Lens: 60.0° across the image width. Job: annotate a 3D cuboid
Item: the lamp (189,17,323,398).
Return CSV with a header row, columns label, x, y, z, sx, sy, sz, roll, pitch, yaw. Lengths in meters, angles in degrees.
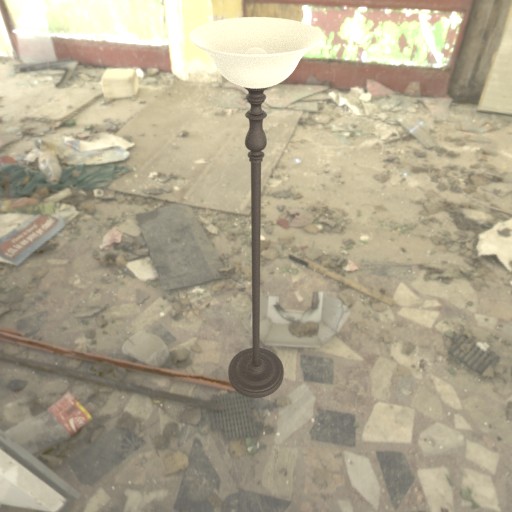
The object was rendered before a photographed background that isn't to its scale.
label,x,y,z,sx,sy,sz,roll,pitch,yaw
lamp,0.000,0.000,1.940,0.405,1.797,0.405,24,47,25
